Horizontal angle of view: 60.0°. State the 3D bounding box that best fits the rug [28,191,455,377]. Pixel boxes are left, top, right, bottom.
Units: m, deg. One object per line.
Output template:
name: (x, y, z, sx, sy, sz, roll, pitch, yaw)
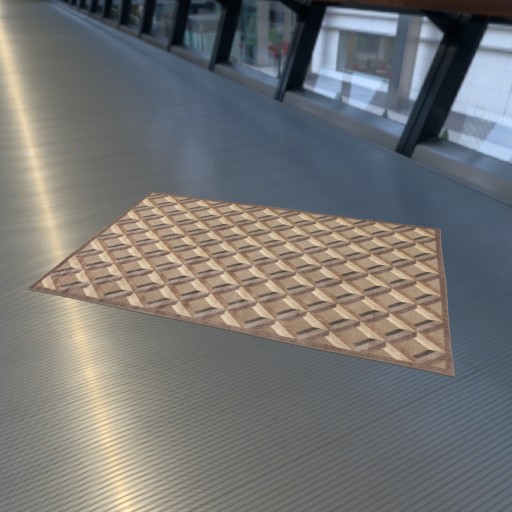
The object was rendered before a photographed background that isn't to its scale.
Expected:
rug: (0.000, 0.000, 2.075, 1.677, 0.011, 1.066, 9, 33, 14)
